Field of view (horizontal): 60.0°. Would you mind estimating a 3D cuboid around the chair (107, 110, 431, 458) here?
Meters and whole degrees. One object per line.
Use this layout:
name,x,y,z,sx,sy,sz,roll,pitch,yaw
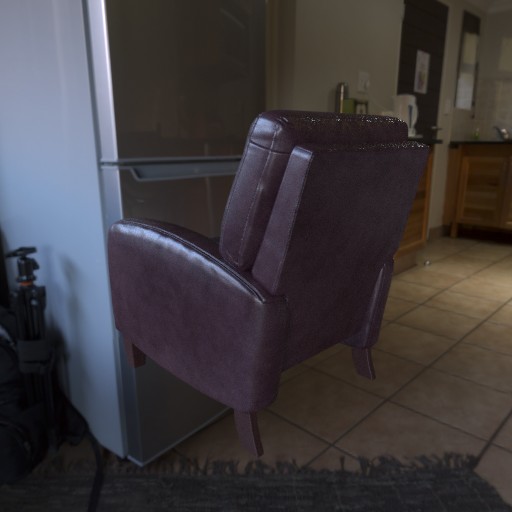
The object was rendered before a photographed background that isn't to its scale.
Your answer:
chair,0.000,0.000,1.650,0.762,0.990,0.990,-14,21,-42
